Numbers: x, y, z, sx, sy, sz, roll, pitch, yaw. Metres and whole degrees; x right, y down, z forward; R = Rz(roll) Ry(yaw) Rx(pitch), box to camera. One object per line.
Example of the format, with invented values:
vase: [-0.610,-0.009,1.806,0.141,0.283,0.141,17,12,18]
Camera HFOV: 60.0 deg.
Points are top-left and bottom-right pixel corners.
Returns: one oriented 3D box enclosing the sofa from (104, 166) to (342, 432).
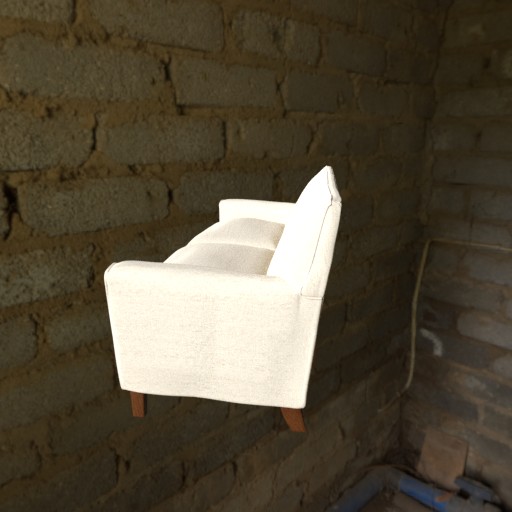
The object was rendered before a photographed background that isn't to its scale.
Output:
sofa: [0.000,0.000,2.481,0.841,0.907,2.001,2,15,8]
